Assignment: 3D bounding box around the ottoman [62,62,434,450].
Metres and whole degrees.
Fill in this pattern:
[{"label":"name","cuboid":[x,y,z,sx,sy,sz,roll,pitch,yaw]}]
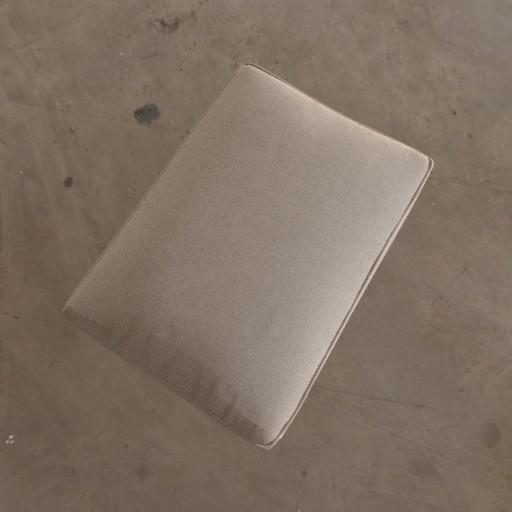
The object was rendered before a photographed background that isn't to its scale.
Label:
[{"label":"ottoman","cuboid":[0.000,0.000,1.010,0.501,0.456,0.665,31,77,8]}]
